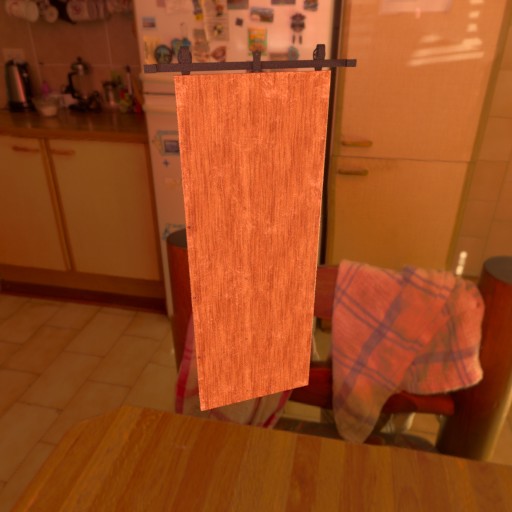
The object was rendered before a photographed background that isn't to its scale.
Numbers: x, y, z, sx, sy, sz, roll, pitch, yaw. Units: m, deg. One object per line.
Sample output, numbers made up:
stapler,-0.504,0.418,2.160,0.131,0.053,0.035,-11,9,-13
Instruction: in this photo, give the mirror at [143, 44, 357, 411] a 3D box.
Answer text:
mirror,0.000,0.000,2.085,0.847,1.793,0.042,-9,29,-16
